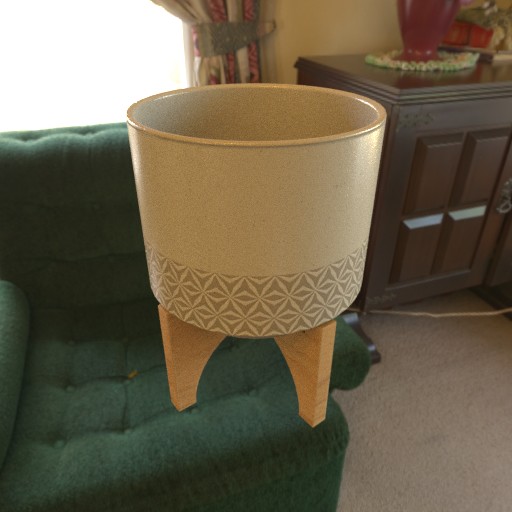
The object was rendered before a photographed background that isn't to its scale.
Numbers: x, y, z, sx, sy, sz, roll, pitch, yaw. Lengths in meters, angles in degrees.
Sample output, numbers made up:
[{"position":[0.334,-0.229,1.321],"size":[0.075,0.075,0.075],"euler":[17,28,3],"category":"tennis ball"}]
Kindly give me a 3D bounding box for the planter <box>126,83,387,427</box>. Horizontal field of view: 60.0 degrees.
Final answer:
[{"position":[0.000,0.000,0.522],"size":[0.249,0.343,0.249],"euler":[0,31,0],"category":"planter"}]
